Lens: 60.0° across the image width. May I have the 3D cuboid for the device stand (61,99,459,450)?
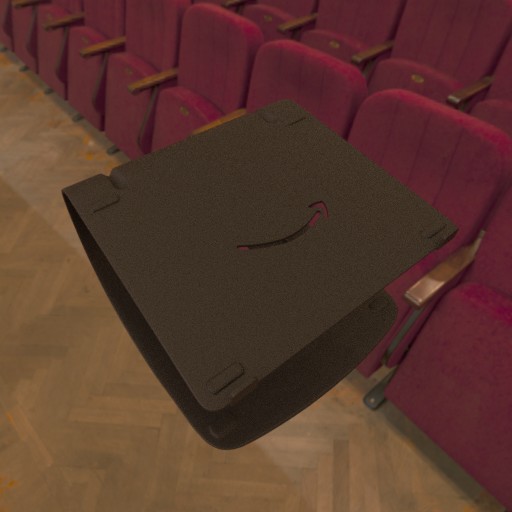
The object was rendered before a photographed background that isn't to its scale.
[{"bbox_3d":[0.000,0.000,0.406,0.256,0.155,0.236,-31,54,-26],"label":"device stand"}]
